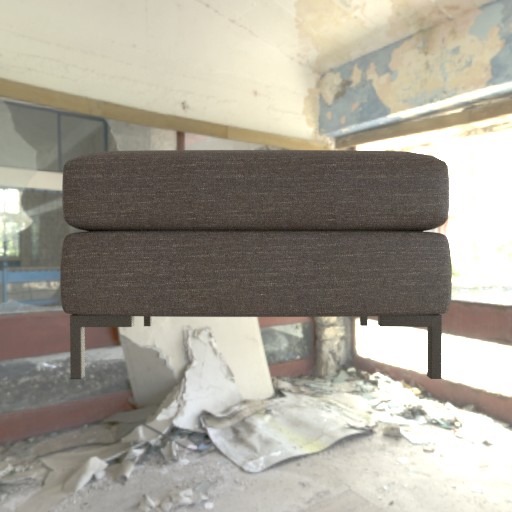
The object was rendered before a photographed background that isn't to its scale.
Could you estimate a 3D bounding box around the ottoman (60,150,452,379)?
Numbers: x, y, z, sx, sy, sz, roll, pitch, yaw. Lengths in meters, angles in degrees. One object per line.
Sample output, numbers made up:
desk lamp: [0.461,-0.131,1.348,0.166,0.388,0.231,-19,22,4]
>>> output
ottoman: [0.000,0.000,1.210,0.820,0.490,0.671,0,1,0]
